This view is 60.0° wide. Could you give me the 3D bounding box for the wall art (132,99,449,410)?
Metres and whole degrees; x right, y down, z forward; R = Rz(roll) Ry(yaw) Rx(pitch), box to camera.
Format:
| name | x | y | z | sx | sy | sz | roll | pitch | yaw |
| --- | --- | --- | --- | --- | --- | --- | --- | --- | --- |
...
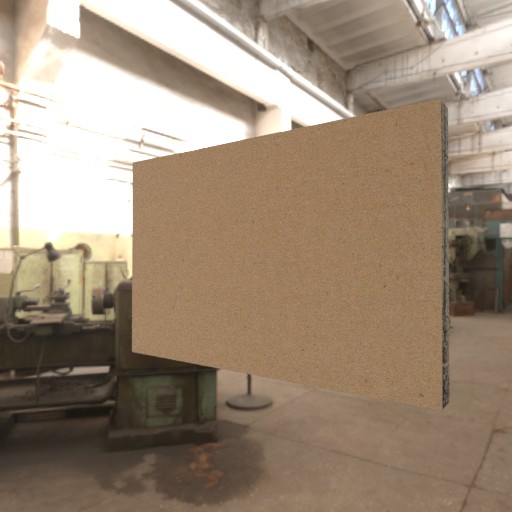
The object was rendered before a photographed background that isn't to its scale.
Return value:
| name | x | y | z | sx | sy | sz | roll | pitch | yaw |
| --- | --- | --- | --- | --- | --- | --- | --- | --- | --- |
| wall art | 0.000 | 0.000 | 0.765 | 0.618 | 0.398 | 0.042 | 0 | -1 | 37 |
